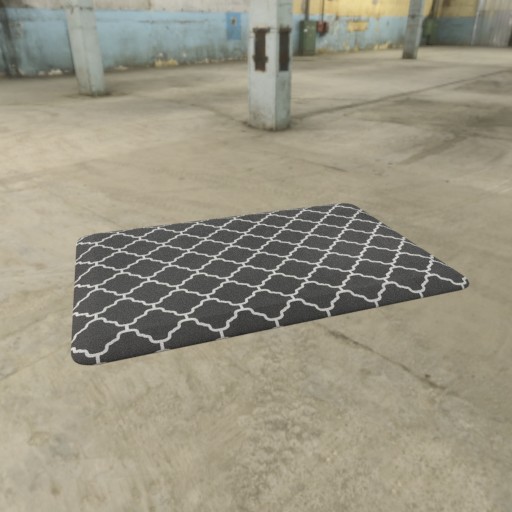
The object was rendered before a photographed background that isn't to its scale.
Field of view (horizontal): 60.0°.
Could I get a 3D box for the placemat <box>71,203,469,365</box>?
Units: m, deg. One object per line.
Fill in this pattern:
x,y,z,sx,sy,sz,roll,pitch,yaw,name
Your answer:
0.000,0.000,0.985,0.762,0.021,0.508,-9,28,-17,placemat
